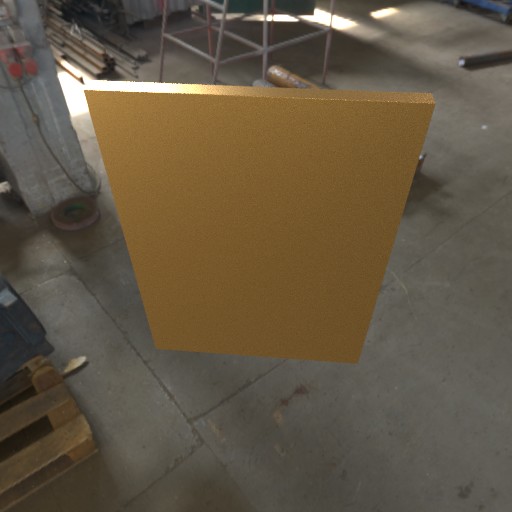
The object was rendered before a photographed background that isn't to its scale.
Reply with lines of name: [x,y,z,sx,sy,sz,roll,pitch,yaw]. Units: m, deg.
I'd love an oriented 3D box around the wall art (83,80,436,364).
wall art: [0.000,0.000,1.062,0.610,0.812,0.038,3,45,3]
